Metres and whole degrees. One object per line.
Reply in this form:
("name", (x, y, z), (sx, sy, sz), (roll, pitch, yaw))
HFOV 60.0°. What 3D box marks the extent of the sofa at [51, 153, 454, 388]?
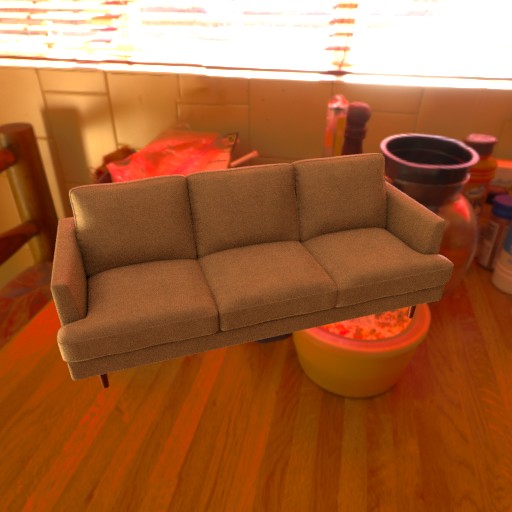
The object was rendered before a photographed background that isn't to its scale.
("sofa", (0.000, 0.000, 2.710), (2.246, 0.930, 0.903), (-10, 33, -15))
